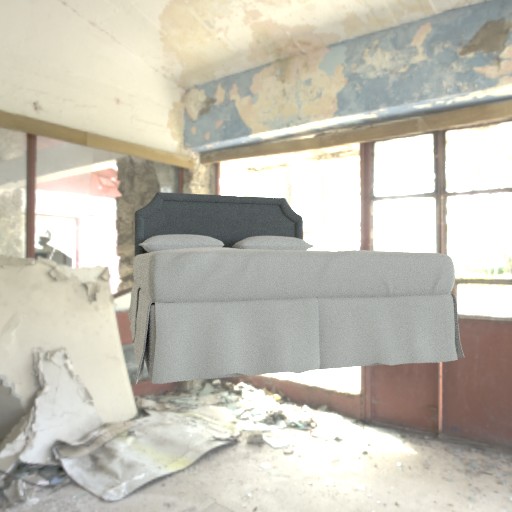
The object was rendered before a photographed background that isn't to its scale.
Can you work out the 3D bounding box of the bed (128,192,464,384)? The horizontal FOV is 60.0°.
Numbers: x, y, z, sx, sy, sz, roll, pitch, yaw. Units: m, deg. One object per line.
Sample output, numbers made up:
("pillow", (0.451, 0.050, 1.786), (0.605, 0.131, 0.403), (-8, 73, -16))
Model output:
("bed", (0.000, 0.000, 3.586), (1.977, 1.306, 2.464), (0, 0, -17))
